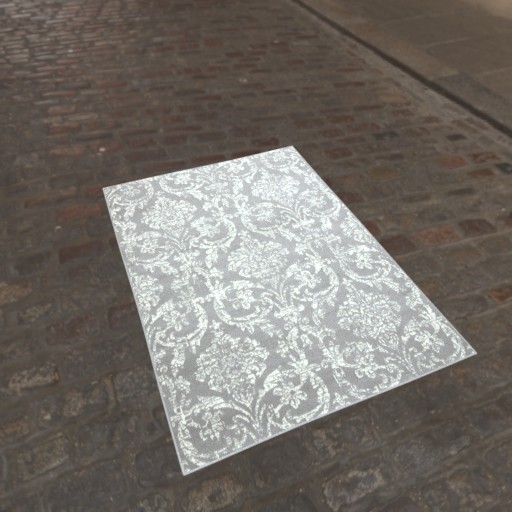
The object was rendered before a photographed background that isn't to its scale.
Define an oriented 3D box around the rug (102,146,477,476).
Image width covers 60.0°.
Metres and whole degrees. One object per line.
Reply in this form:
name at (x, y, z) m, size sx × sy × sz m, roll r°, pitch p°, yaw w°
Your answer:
rug at (0.000, 0.000, 2.810) m, size 1.578 × 0.014 × 2.206 m, roll -16°, pitch 47°, yaw -16°
